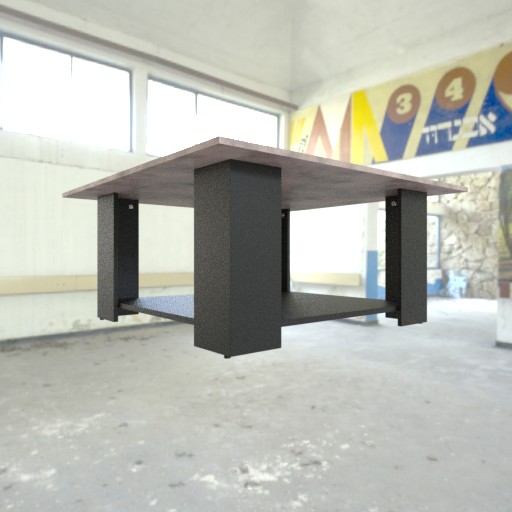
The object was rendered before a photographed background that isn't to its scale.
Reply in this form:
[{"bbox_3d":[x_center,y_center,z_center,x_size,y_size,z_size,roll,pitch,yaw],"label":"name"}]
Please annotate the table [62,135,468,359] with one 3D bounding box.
[{"bbox_3d":[0.000,0.000,1.031,0.670,0.305,0.670,0,0,-39],"label":"table"}]
